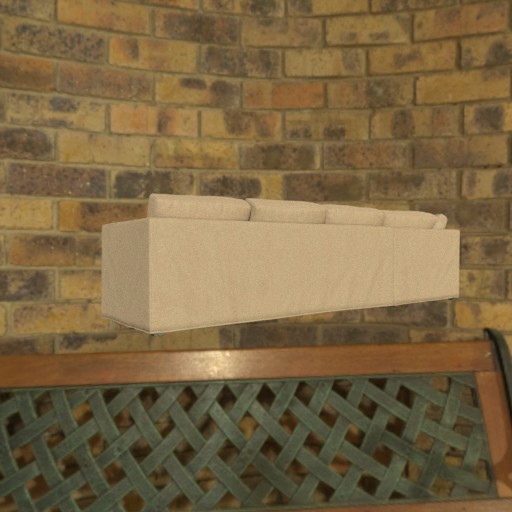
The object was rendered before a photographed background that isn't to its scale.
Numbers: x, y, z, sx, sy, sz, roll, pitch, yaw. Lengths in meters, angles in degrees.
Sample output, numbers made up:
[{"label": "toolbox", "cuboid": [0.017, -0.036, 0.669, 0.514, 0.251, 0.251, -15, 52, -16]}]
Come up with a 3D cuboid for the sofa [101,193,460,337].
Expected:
[{"label": "sofa", "cuboid": [0.000, 0.000, 4.387, 3.182, 0.871, 2.432, -1, 1, -35]}]
